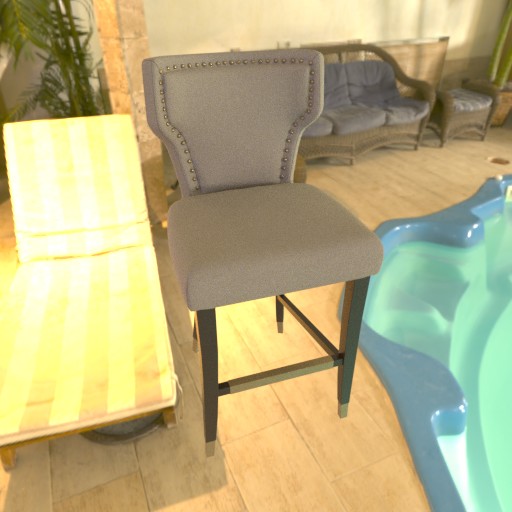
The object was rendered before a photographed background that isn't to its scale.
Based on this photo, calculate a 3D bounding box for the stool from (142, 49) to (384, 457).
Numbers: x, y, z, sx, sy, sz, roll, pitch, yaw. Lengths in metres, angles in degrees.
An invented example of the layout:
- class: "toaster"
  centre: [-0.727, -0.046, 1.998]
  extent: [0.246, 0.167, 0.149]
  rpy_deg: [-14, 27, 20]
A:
- class: "stool"
  centre: [0.000, 0.000, 1.350]
  extent: [0.526, 1.092, 0.563]
  rpy_deg: [-10, 34, -15]
